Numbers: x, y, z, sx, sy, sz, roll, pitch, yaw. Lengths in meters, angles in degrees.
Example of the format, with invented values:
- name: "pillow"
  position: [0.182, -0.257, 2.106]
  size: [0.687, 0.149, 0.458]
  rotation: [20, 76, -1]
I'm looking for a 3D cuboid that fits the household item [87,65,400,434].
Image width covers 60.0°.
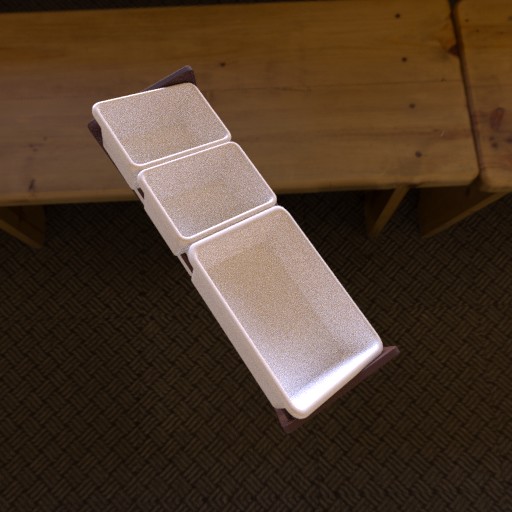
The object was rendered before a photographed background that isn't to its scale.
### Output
- name: "household item"
  position: [0.000, 0.000, 1.282]
  size: [0.389, 0.864, 0.787]
  rotation: [-33, 79, -8]
